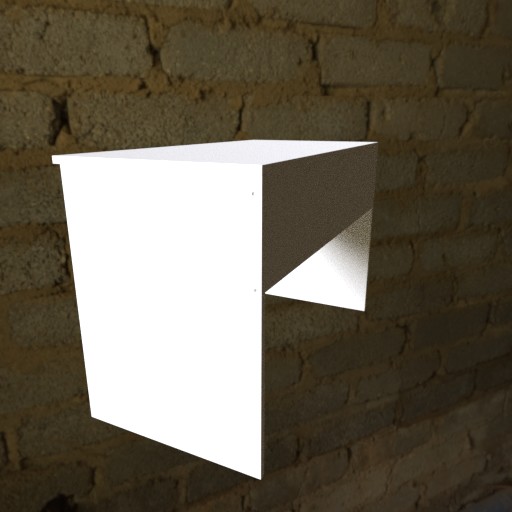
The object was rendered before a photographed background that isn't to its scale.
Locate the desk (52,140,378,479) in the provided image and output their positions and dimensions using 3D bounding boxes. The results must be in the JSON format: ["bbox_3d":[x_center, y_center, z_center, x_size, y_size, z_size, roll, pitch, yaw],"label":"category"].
[{"bbox_3d":[0.000,0.000,1.530,0.560,0.730,1.100,8,19,25],"label":"desk"}]
